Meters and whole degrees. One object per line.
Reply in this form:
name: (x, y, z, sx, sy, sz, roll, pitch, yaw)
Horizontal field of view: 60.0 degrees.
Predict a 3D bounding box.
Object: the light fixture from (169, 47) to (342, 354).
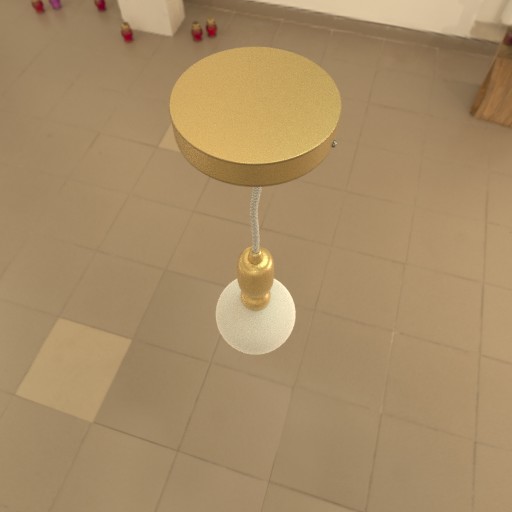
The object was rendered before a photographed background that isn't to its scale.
light fixture: (0.000, 0.000, 0.588, 0.147, 0.510, 0.146, 14, 60, 8)
